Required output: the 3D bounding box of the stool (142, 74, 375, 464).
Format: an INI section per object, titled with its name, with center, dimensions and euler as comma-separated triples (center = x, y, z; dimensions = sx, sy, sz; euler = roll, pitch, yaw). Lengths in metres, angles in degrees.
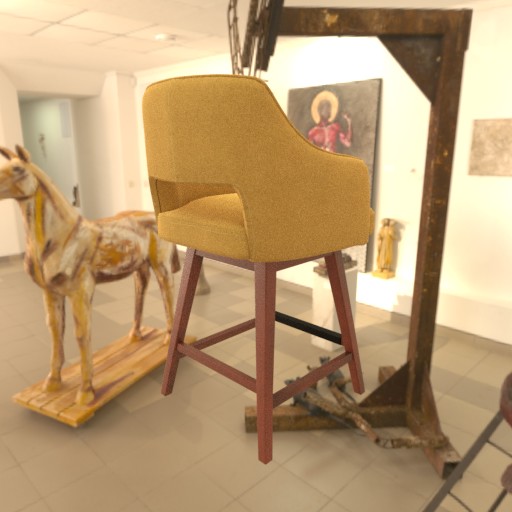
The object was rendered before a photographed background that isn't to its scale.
[stool]
center = 0.000, 0.000, 1.289
dimensions = 0.548, 0.924, 0.558
euler = 14, 20, 43
